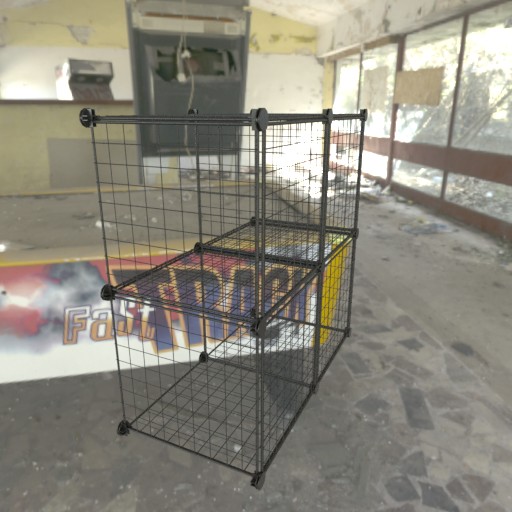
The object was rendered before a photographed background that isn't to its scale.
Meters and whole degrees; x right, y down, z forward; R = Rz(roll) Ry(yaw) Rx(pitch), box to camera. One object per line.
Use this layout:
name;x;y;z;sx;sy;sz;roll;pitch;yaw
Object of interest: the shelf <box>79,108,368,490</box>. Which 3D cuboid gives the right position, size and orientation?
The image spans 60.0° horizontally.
shelf;0.000;0.000;1.126;0.356;0.711;0.711;9;20;25
